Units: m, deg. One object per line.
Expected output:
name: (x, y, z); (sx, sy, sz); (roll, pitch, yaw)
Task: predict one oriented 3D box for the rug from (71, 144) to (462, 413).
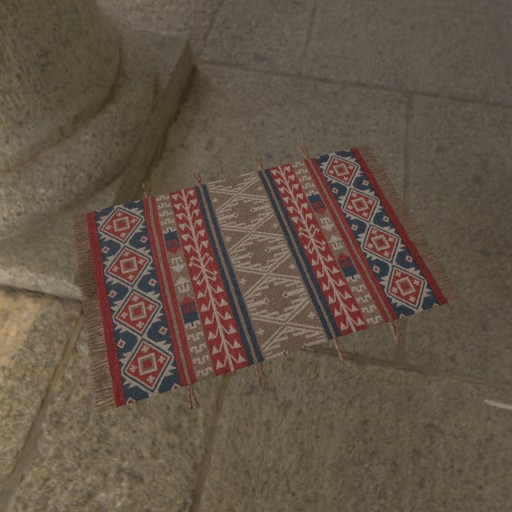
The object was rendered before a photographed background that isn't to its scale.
rug: (0.000, 0.000, 3.128); (2.450, 0.048, 1.778); (-15, 60, -9)
